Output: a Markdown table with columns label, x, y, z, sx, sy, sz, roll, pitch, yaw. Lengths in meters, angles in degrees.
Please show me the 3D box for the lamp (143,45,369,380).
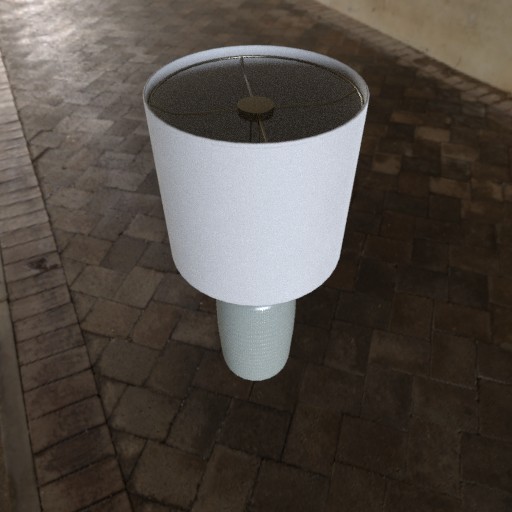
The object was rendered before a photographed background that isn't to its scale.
| label | x | y | z | sx | sy | sz | roll | pitch | yaw |
| --- | --- | --- | --- | --- | --- | --- | --- | --- | --- |
| lamp | 0.000 | 0.000 | 0.605 | 0.220 | 0.475 | 0.220 | 3 | 45 | 4 |
